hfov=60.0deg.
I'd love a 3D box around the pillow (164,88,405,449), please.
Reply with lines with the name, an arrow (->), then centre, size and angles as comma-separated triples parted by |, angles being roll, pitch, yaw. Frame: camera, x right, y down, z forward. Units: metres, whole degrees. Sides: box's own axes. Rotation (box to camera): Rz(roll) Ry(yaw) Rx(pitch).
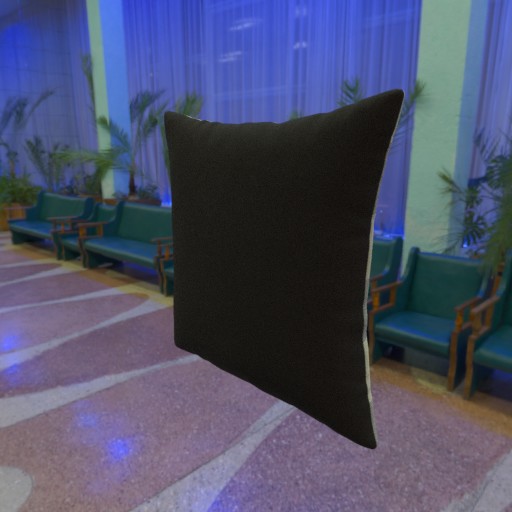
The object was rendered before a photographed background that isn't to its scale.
pillow -> 0.000, 0.000, 0.774 | 0.161, 0.509, 0.511 | -13, 19, -43
